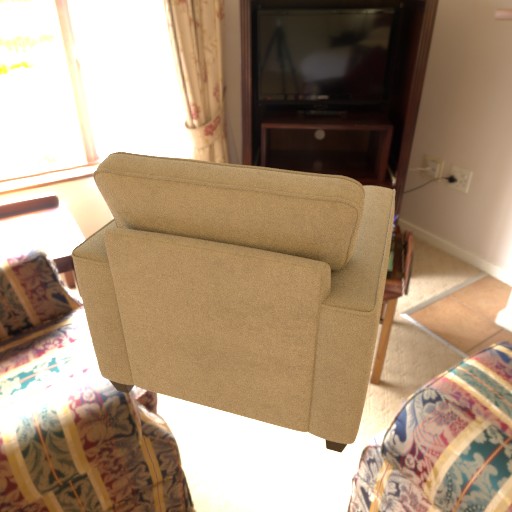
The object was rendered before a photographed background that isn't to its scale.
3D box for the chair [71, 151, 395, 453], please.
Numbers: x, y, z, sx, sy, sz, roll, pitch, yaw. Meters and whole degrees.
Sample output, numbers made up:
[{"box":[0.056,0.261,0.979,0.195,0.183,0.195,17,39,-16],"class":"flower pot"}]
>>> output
[{"box":[0.000,0.000,1.777,1.015,0.965,0.939,10,32,16],"class":"chair"}]
